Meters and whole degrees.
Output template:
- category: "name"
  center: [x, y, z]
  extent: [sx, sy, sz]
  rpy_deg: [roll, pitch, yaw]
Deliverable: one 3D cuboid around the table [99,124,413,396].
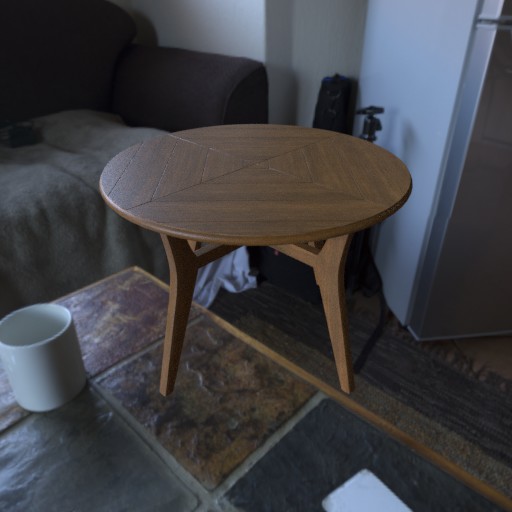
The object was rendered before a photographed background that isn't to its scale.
- category: "table"
  center: [0.000, 0.000, 1.748]
  extent: [1.055, 0.757, 1.055]
  rpy_deg: [0, 31, 0]
